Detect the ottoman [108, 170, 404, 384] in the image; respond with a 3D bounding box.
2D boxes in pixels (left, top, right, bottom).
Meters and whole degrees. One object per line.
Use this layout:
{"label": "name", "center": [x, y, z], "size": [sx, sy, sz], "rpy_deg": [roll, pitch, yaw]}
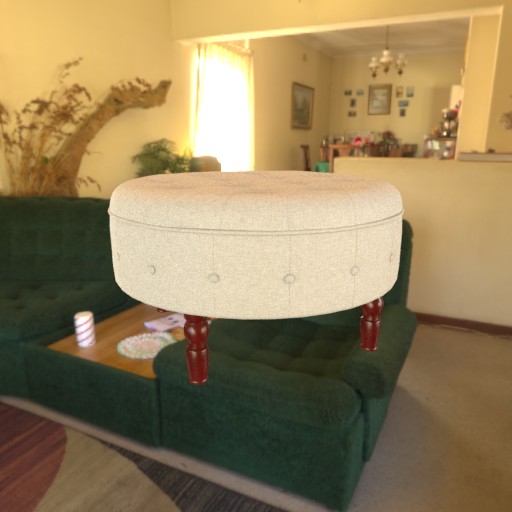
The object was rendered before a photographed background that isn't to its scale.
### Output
{"label": "ottoman", "center": [0.000, 0.000, 1.378], "size": [0.849, 0.478, 0.849], "rpy_deg": [0, 15, 0]}
